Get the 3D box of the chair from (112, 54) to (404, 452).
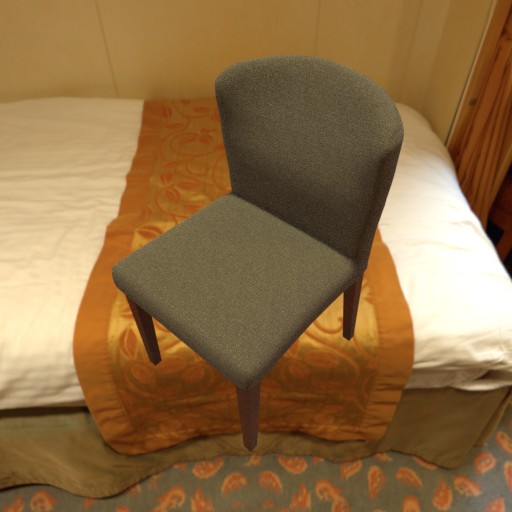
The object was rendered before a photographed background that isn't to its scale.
[{"bbox_3d":[0.000,0.000,1.164,0.491,0.839,0.589,32,53,28],"label":"chair"}]
